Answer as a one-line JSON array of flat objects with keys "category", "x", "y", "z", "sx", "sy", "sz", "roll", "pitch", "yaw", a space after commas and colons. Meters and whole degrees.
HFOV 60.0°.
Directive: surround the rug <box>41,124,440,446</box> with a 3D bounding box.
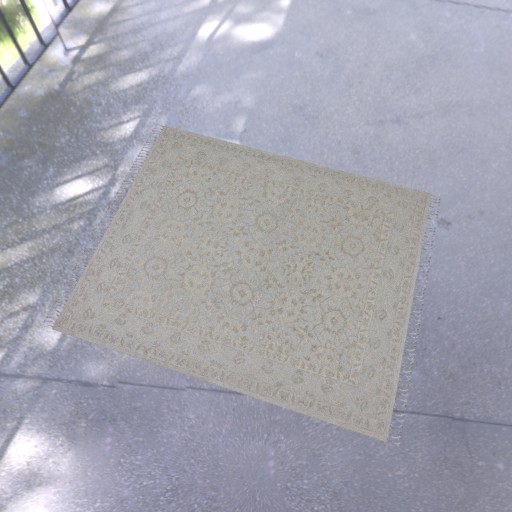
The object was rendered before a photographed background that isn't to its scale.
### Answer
[{"category": "rug", "x": 0.000, "y": 0.000, "z": 4.047, "sx": 3.043, "sy": 0.013, "sz": 2.444, "roll": 16, "pitch": 64, "yaw": 8}]
